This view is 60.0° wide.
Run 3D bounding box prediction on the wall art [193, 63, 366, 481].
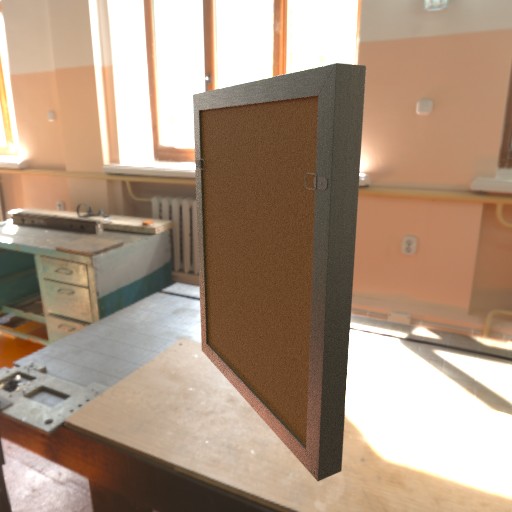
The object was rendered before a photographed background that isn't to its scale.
[{"bbox_3d":[0.000,0.000,0.520,0.030,0.379,0.308,-8,17,-27],"label":"wall art"}]
